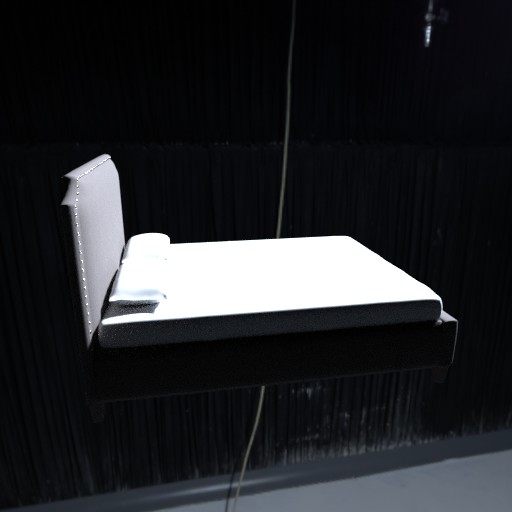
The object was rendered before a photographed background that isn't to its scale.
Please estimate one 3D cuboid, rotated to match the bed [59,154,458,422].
[{"bbox_3d":[0.000,0.000,3.372,2.372,1.443,1.713,-3,18,-10],"label":"bed"}]
